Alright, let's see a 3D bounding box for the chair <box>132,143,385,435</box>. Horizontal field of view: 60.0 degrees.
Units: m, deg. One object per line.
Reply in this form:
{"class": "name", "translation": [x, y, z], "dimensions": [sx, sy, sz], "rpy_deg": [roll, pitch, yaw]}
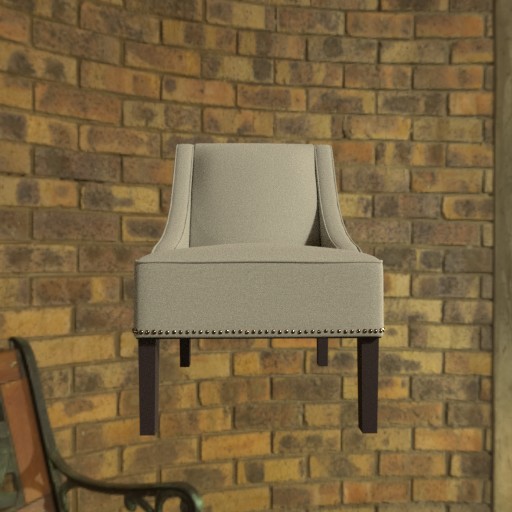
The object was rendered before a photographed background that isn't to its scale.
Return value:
{"class": "chair", "translation": [0.000, 0.000, 1.394], "dimensions": [0.610, 0.864, 0.737], "rpy_deg": [0, 0, -1]}
